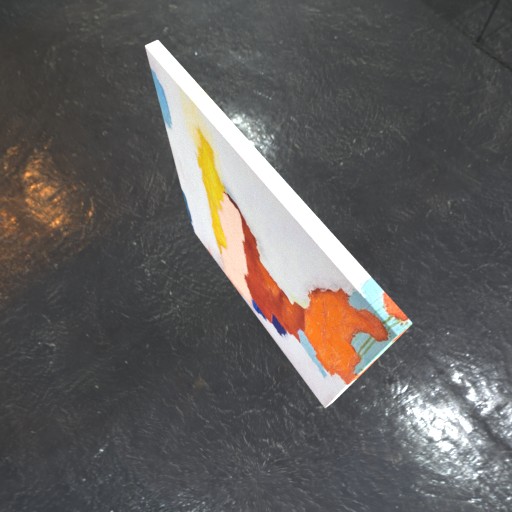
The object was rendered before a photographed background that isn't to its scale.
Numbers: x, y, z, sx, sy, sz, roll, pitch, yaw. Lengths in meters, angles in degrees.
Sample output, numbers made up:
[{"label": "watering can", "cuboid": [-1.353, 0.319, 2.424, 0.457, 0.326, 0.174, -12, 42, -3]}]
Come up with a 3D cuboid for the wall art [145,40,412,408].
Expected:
[{"label": "wall art", "cuboid": [0.000, 0.000, 1.511, 0.044, 1.017, 1.017, -32, 68, -15]}]
